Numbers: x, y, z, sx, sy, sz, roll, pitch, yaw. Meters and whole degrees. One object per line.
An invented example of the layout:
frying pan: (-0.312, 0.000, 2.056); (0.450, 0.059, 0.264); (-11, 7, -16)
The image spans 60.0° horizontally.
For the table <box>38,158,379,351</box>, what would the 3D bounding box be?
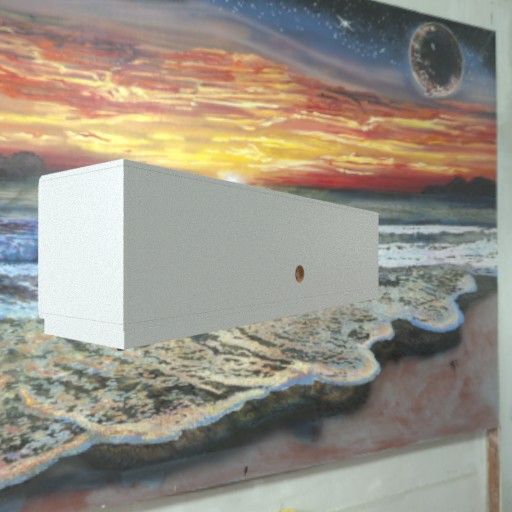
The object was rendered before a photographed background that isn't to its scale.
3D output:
table: (0.000, 0.000, 1.746); (0.400, 0.440, 1.550); (0, 0, 37)
